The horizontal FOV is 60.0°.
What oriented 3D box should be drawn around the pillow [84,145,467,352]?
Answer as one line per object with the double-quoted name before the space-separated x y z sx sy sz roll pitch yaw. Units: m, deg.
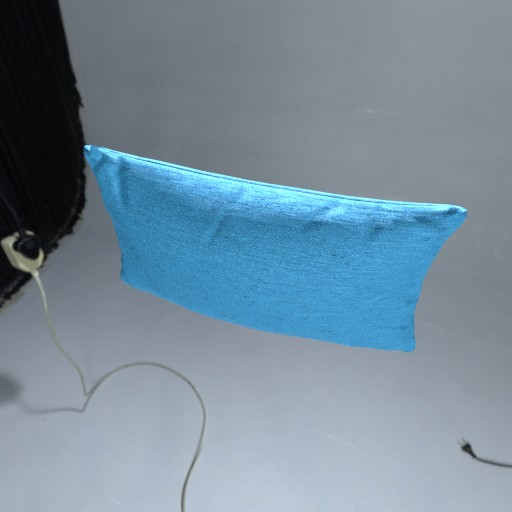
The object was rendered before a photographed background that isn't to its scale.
"pillow" 0.000 0.000 0.805 0.633 0.338 0.210 12 44 13
